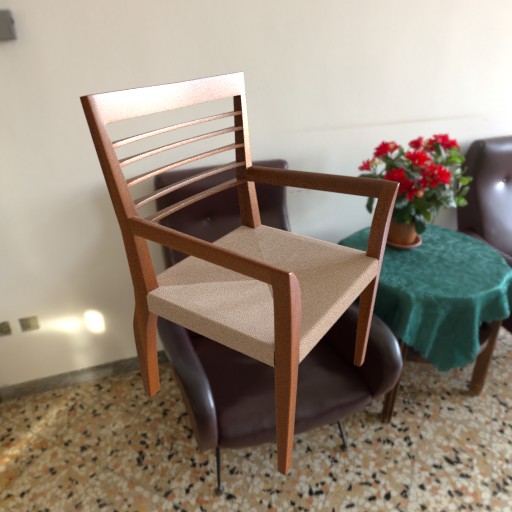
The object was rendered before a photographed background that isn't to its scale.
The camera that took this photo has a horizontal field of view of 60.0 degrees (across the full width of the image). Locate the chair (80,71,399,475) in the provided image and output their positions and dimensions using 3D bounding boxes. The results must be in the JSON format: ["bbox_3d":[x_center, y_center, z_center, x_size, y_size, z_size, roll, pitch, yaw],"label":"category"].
[{"bbox_3d":[0.000,0.000,1.202,0.540,0.855,0.587,18,33,30],"label":"chair"}]
